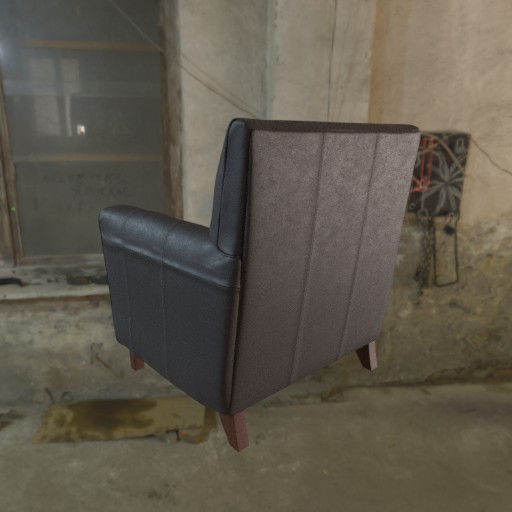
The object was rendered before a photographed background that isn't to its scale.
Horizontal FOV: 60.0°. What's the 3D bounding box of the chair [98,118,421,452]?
[{"bbox_3d":[0.000,0.000,1.654,0.870,0.943,0.825,-13,20,-41],"label":"chair"}]
